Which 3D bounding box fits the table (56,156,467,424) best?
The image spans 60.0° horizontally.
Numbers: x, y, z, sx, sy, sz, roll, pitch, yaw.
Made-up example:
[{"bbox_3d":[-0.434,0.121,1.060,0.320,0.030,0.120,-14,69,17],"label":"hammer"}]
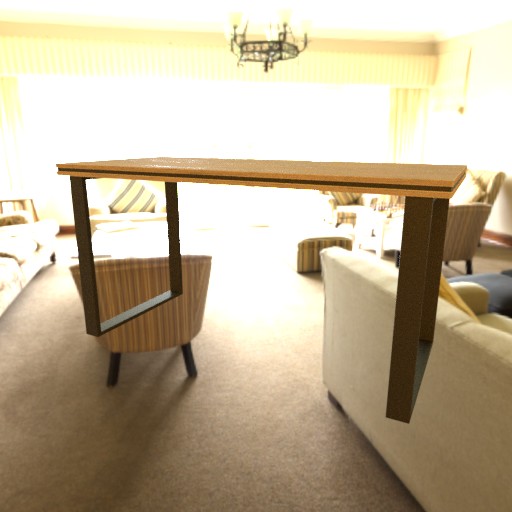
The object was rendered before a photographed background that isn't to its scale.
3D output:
[{"bbox_3d":[0.000,0.000,2.211,1.778,0.899,0.795,8,17,26],"label":"table"}]
